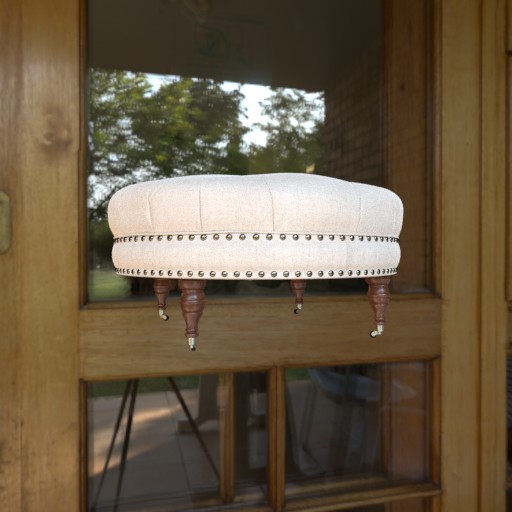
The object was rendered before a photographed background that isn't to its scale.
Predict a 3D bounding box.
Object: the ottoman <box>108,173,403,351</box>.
[{"bbox_3d":[0.000,0.000,1.484,0.940,0.483,0.940,0,0,0],"label":"ottoman"}]
